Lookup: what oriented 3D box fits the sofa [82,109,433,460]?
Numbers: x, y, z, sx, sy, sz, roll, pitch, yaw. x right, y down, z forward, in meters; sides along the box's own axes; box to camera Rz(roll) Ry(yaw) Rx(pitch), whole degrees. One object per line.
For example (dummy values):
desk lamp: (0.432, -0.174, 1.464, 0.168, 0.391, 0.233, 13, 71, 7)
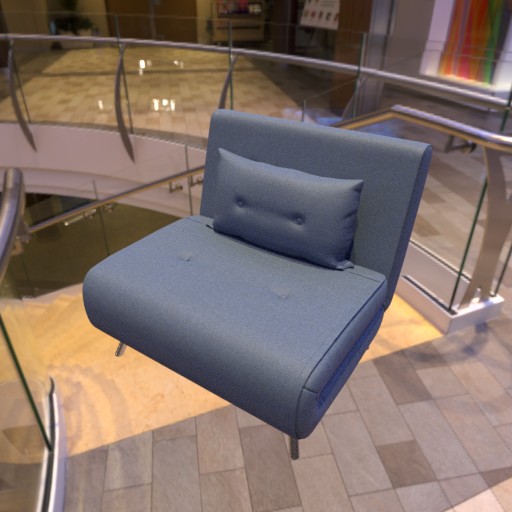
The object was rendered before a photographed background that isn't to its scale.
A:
sofa: (0.000, 0.000, 1.765, 0.999, 0.860, 0.996, 19, 37, 28)
